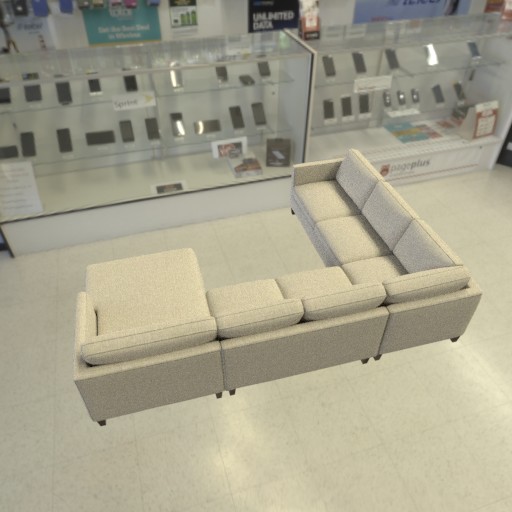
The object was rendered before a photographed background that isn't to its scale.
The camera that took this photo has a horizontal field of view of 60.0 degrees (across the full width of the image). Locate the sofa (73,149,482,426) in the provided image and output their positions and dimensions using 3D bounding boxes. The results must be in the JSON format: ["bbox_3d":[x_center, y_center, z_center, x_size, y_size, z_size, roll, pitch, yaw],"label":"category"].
[{"bbox_3d":[0.000,0.000,4.530,3.403,0.889,2.551,-10,42,-11],"label":"sofa"}]
